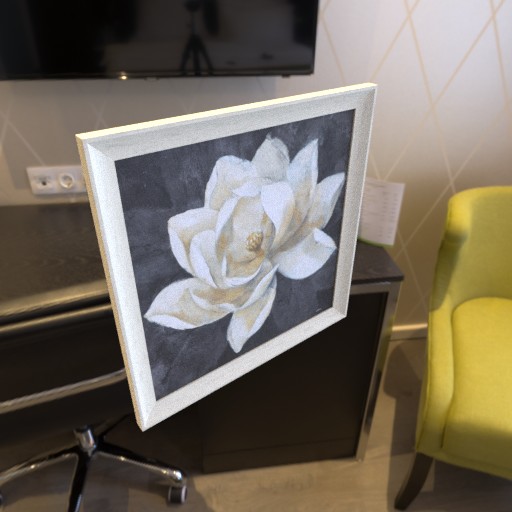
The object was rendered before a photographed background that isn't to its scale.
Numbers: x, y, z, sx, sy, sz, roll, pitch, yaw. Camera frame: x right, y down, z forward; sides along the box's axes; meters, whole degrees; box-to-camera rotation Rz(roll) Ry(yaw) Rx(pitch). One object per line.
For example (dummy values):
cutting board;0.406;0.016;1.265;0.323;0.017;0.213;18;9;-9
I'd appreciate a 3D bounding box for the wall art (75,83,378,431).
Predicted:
wall art;0.000;0.000;1.534;1.016;1.016;0.045;-22;38;-31
